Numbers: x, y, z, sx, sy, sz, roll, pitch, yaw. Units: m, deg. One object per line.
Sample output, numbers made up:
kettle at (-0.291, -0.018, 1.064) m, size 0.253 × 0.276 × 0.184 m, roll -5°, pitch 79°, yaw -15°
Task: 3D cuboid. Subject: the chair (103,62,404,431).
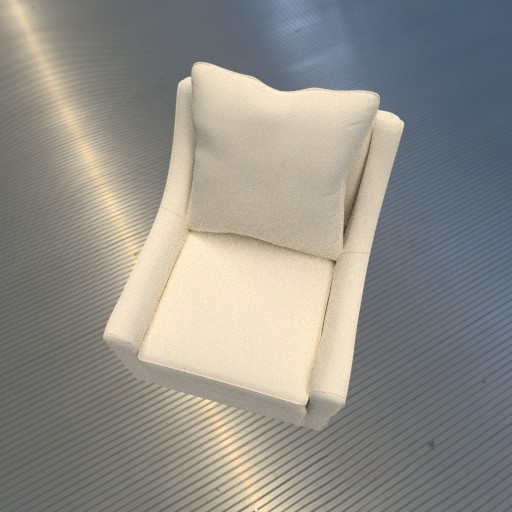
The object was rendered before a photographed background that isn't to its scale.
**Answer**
chair at (0.000, 0.000, 1.536) m, size 0.756 × 0.965 × 0.876 m, roll 13°, pitch 61°, yaw 8°
